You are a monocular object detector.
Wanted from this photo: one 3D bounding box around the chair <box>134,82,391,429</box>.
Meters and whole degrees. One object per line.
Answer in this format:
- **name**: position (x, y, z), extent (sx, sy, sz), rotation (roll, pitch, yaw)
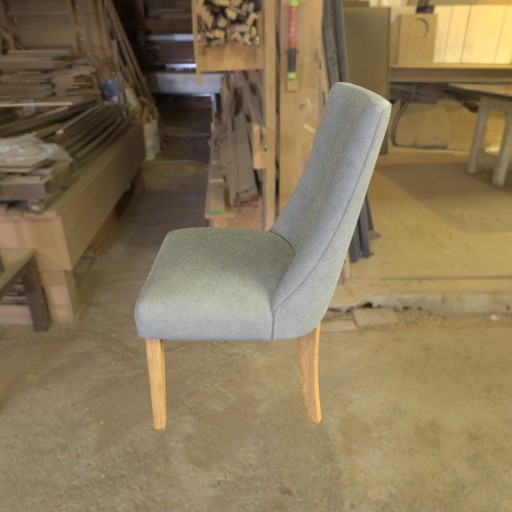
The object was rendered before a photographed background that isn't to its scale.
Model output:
- **chair**: position (0.000, 0.000, 1.277), extent (0.610, 0.902, 0.495), rotation (0, 26, 0)
